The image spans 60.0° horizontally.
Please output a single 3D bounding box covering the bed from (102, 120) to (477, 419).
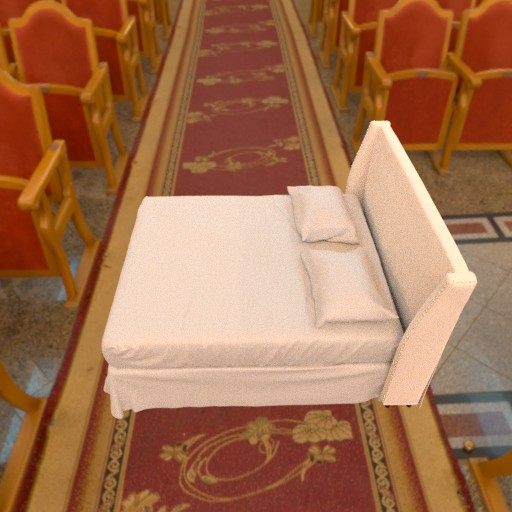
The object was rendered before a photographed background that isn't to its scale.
[{"bbox_3d":[0.000,0.000,3.400,2.276,1.332,1.925,-1,42,-1],"label":"bed"}]
